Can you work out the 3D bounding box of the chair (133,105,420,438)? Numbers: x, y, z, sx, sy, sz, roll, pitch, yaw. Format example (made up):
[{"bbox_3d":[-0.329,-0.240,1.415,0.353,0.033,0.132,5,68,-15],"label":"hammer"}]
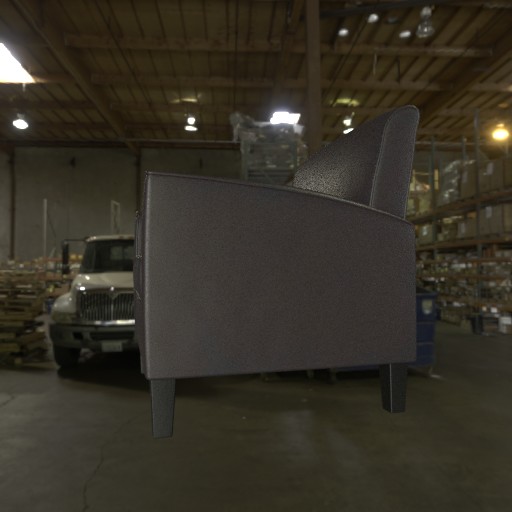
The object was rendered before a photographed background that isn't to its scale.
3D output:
[{"bbox_3d":[0.000,0.000,1.552,0.819,0.916,0.820,1,-2,-17],"label":"chair"}]
